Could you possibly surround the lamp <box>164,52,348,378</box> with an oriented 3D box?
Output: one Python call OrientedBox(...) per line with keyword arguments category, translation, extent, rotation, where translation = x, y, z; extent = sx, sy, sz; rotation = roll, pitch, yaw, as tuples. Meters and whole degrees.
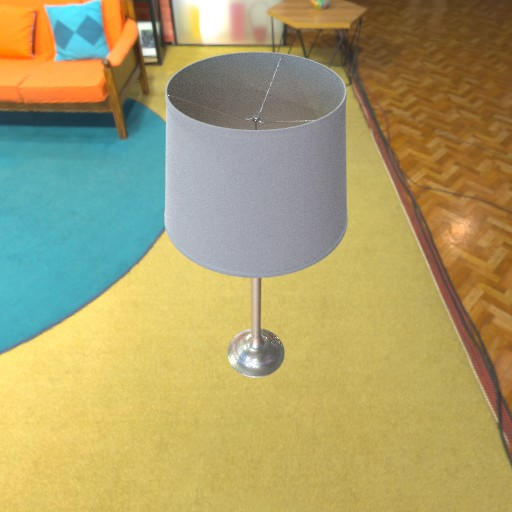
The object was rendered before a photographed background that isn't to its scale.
OrientedBox(category="lamp", translation=(0.000, 0.000, 0.890), extent=(0.331, 0.698, 0.331), rotation=(0, 45, 0))
